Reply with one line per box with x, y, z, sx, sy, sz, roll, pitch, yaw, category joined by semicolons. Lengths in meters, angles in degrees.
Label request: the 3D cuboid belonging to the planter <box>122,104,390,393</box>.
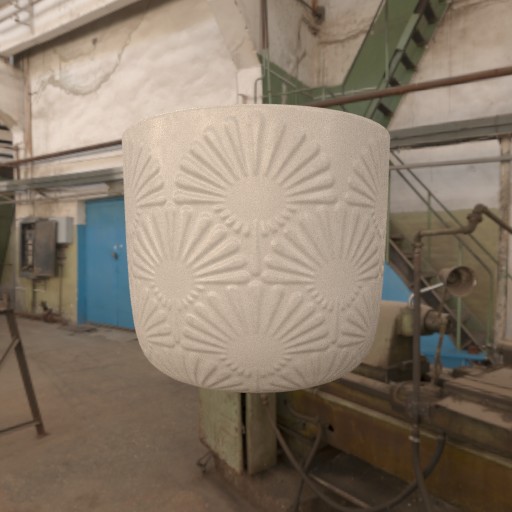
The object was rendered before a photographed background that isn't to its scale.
0.000;0.000;0.215;0.124;0.109;0.124;0;2;0;planter
